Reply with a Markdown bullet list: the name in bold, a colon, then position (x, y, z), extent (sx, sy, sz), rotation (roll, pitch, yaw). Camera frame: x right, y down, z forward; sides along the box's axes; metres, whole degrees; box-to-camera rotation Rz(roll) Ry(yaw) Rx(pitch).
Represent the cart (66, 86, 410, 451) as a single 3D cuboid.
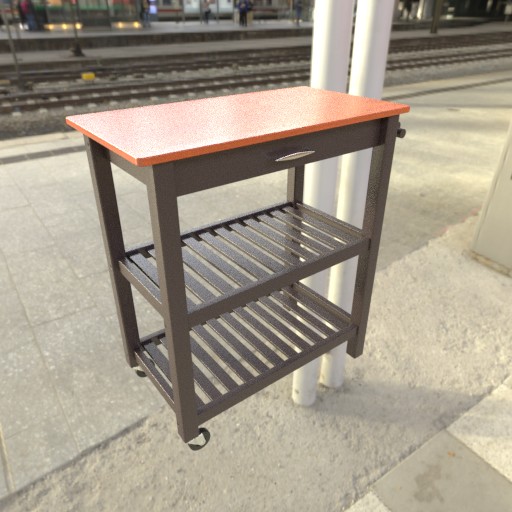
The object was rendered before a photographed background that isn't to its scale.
- **cart**: position (0.000, 0.000, 1.451), extent (0.899, 0.927, 0.457), rotation (-20, 35, -32)
